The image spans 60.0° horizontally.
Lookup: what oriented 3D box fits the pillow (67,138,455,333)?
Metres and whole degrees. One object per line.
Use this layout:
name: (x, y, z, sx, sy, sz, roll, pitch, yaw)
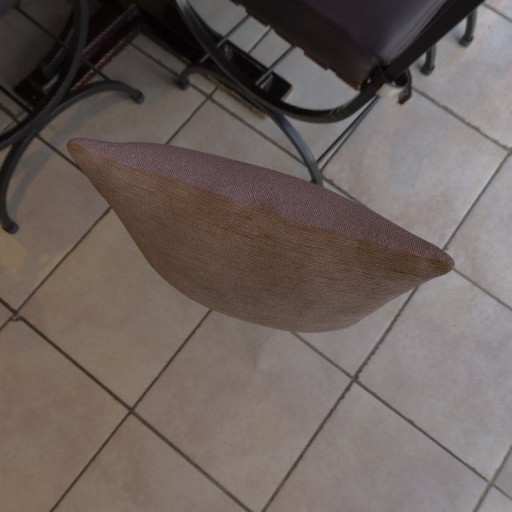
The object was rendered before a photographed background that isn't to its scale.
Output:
pillow: (0.000, 0.000, 0.689, 0.452, 0.439, 0.204, 18, 76, 5)
